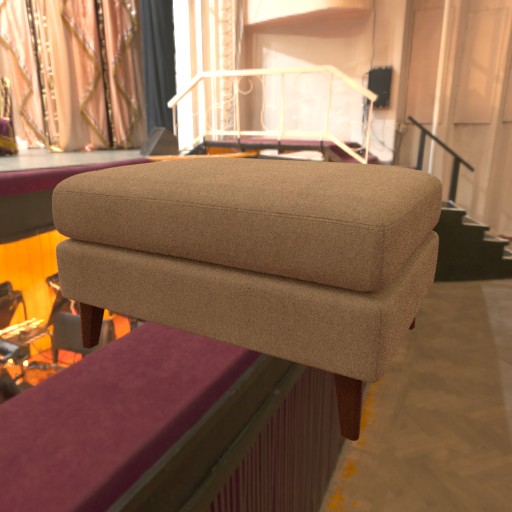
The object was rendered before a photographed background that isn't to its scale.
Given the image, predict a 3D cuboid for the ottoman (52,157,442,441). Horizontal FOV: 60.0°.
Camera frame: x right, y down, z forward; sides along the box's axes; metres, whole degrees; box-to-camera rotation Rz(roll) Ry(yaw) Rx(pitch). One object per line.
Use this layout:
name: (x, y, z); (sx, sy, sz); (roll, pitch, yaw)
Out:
ottoman: (0.000, 0.000, 1.167); (0.823, 0.478, 0.610); (9, 19, 28)
